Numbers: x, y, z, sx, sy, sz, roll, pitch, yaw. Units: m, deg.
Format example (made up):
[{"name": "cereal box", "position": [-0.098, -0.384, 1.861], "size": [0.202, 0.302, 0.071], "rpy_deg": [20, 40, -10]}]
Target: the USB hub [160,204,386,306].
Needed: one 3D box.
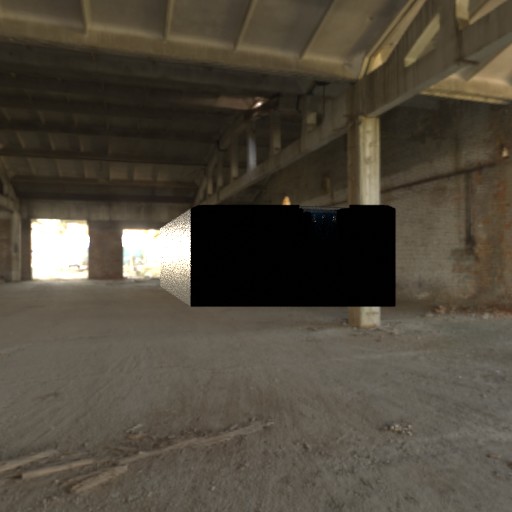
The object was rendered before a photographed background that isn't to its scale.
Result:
[{"name": "USB hub", "position": [0.000, 0.000, 0.126], "size": [0.044, 0.023, 0.110], "rpy_deg": [0, 0, -18]}]
